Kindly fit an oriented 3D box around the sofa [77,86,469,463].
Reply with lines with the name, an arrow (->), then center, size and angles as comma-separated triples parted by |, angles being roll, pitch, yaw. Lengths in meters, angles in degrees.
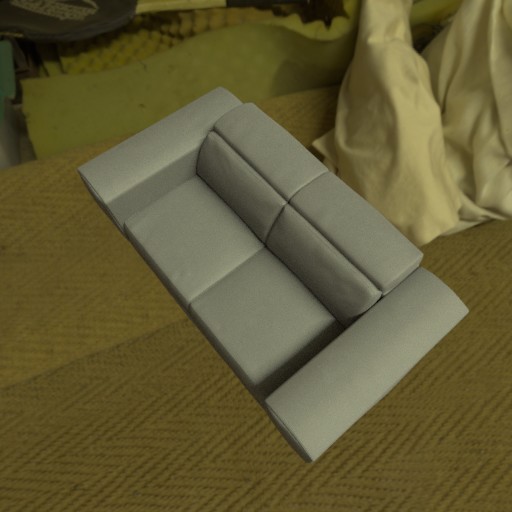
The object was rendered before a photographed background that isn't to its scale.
sofa -> 0.000, 0.000, 2.404 | 1.003, 0.779, 1.895 | -36, 68, -17
